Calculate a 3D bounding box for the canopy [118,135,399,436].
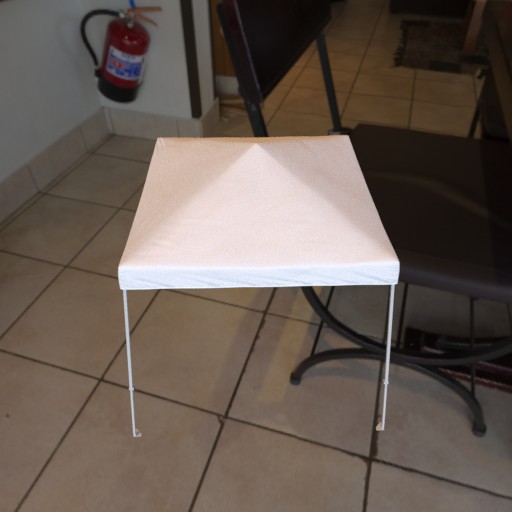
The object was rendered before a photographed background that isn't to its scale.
[{"bbox_3d":[0.000,0.000,5.155,2.848,2.849,2.849,-1,41,-1],"label":"canopy"}]
